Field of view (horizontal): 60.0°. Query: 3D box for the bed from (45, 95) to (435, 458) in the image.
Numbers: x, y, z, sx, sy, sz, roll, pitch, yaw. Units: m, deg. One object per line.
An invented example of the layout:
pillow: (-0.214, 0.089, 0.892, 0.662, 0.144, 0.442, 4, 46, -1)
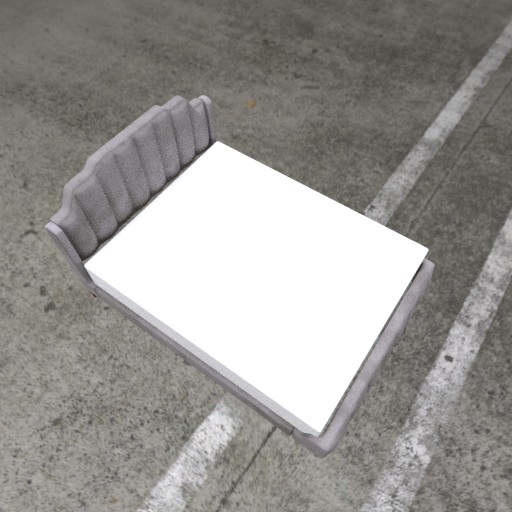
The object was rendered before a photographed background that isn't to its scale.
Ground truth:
bed: (0.000, 0.000, 3.314, 2.340, 1.245, 1.676, 31, 62, 18)
